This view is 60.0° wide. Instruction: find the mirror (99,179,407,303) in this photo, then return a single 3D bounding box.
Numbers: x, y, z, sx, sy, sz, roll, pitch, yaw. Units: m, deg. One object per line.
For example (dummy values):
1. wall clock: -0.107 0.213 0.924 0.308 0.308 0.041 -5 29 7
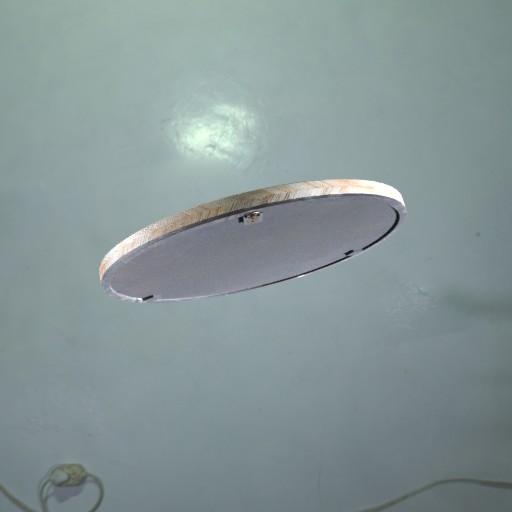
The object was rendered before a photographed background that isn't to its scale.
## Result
1. mirror: 0.000 0.000 1.064 0.710 0.710 0.038 -13 76 -3
